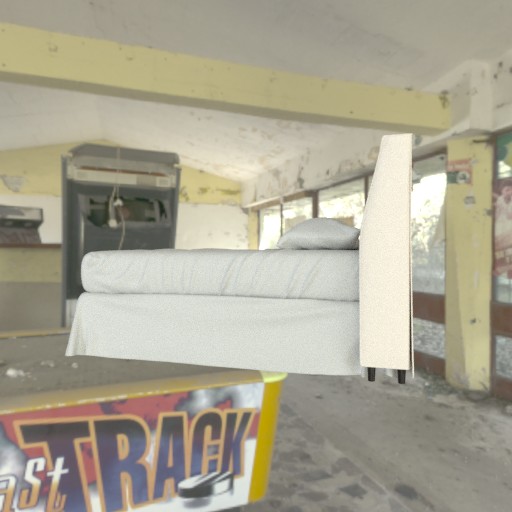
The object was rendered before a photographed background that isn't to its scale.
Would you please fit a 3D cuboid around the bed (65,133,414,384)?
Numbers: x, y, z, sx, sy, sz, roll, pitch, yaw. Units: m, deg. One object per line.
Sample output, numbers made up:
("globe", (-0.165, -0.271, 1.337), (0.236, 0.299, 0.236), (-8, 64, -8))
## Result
("bed", (0.000, 0.000, 3.511), (2.276, 1.332, 1.925), (0, 0, 17))
